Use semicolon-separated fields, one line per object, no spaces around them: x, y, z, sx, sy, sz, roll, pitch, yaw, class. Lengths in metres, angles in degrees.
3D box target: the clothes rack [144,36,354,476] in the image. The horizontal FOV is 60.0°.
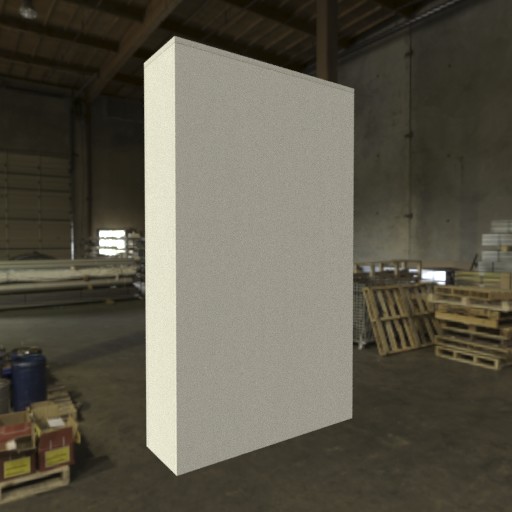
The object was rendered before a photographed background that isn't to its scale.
0.000;0.000;1.608;0.750;1.280;0.250;-1;2;-35;clothes rack
